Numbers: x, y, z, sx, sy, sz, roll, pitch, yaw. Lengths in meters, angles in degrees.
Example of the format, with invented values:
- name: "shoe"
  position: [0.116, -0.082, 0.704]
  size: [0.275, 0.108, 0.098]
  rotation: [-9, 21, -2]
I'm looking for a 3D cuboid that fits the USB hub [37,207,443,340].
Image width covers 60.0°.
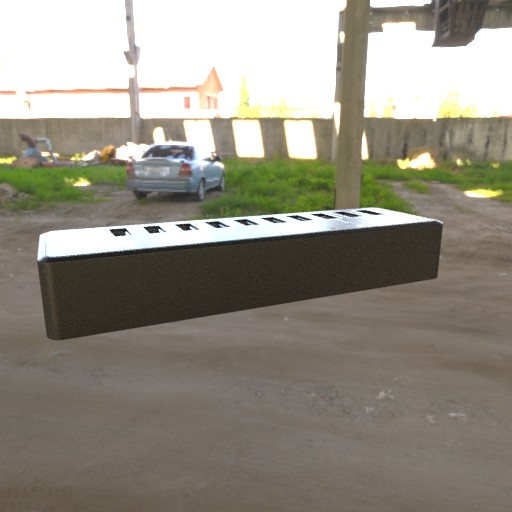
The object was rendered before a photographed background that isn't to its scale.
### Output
- name: "USB hub"
  position: [0.000, 0.000, 0.166]
  size: [0.145, 0.023, 0.044]
  rotation: [-6, 16, -23]
